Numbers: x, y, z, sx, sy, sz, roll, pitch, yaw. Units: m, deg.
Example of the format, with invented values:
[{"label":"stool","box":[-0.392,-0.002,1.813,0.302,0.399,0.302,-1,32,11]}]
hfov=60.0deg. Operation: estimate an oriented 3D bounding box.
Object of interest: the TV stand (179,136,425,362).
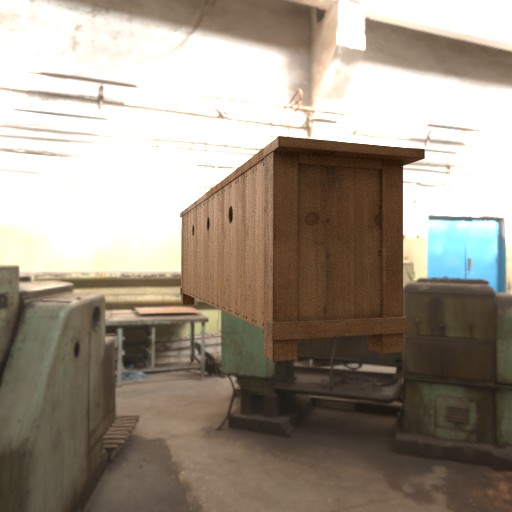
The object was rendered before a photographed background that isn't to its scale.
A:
[{"label":"TV stand","box":[0.000,0.000,2.022,0.453,0.573,1.804,0,-1,-18]}]
